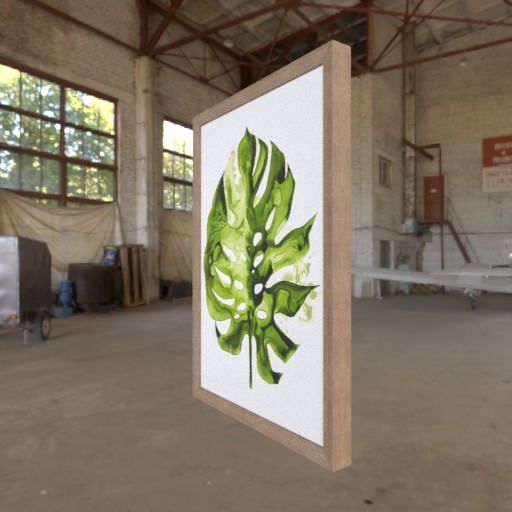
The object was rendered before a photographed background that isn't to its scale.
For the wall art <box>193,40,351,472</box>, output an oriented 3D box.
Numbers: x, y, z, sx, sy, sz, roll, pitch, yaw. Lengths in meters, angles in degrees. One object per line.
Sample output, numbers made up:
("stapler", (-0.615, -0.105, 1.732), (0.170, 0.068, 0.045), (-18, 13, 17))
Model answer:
("wall art", (0.000, 0.000, 0.674), (0.031, 0.509, 0.356), (0, 0, -35))
